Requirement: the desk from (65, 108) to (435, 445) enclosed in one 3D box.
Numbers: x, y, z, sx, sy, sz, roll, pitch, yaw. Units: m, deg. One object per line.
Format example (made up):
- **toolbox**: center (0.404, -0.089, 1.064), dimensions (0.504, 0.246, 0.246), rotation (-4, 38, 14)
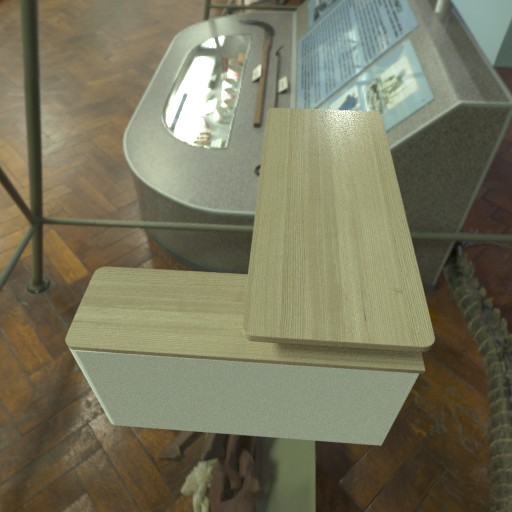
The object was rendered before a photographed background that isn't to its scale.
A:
- **desk**: center (0.000, 0.000, 2.090), dimensions (1.175, 0.770, 1.400), rotation (3, 46, 3)
